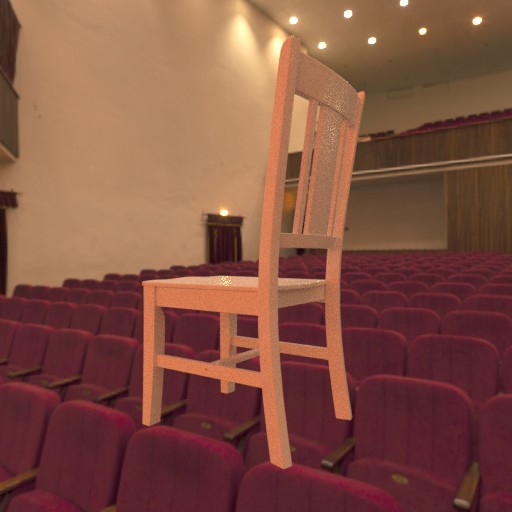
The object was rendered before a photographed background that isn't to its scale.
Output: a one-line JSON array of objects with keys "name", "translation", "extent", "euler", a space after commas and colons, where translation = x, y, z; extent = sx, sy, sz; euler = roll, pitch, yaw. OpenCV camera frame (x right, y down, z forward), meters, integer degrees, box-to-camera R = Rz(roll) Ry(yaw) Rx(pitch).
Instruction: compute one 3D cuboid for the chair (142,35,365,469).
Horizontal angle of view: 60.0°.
[{"name": "chair", "translation": [0.000, 0.000, 1.328], "extent": [0.555, 0.998, 0.450], "euler": [0, 0, 35]}]
